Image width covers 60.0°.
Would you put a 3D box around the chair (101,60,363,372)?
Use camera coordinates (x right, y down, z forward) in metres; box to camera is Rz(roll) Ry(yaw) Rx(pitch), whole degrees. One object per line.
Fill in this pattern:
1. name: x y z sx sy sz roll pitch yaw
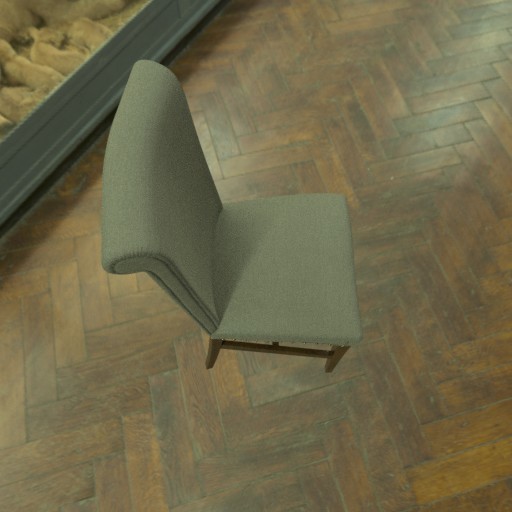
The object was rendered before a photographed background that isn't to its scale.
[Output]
1. chair: 0.000 0.000 1.314 0.608 0.988 0.513 -1 63 0
